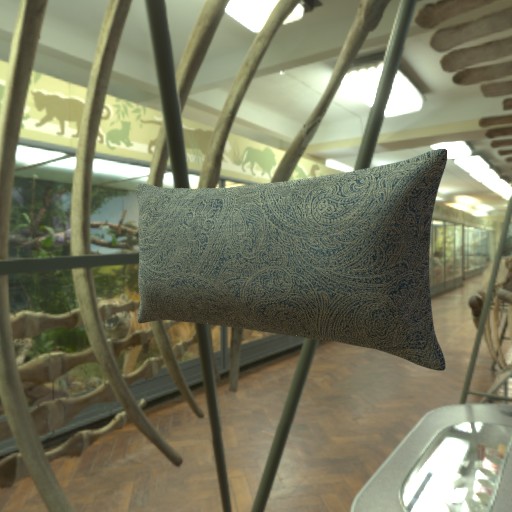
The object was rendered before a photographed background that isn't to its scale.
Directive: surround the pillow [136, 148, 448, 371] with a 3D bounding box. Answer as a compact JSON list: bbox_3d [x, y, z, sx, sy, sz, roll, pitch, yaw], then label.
[{"bbox_3d":[0.000,0.000,0.760,0.615,0.295,0.151,1,2,35],"label":"pillow"}]
